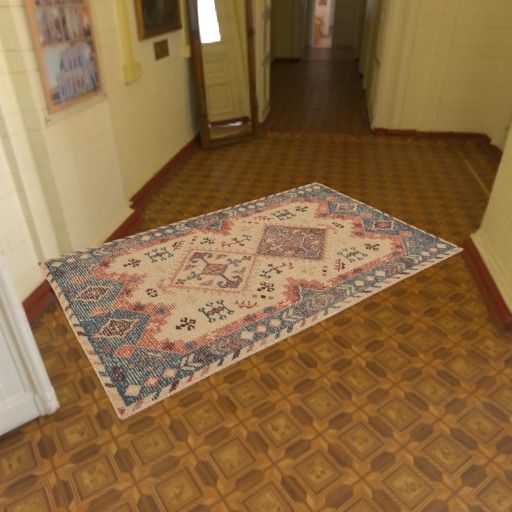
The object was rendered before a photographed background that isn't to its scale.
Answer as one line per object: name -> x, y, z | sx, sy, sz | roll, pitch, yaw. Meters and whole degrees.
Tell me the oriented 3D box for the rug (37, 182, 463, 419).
rug -> 0.000, 0.000, 2.992 | 2.464, 0.023, 1.521 | -20, 36, -30
